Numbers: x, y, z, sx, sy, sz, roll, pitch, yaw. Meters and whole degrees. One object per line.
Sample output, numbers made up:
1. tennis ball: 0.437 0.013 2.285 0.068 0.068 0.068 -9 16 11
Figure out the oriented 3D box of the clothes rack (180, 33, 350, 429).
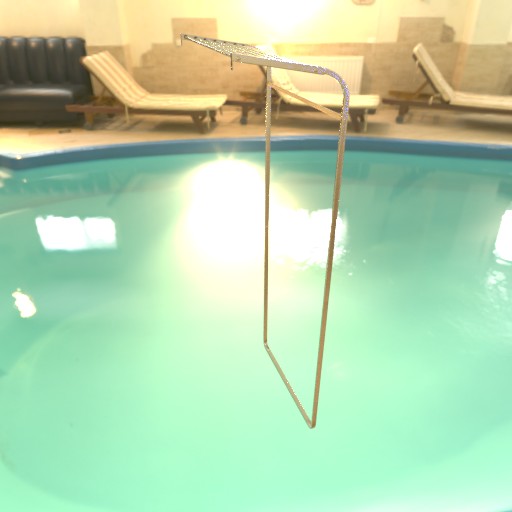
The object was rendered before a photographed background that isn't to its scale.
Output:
1. clothes rack: 0.000 0.000 1.784 0.349 1.574 0.609 -11 33 -17
